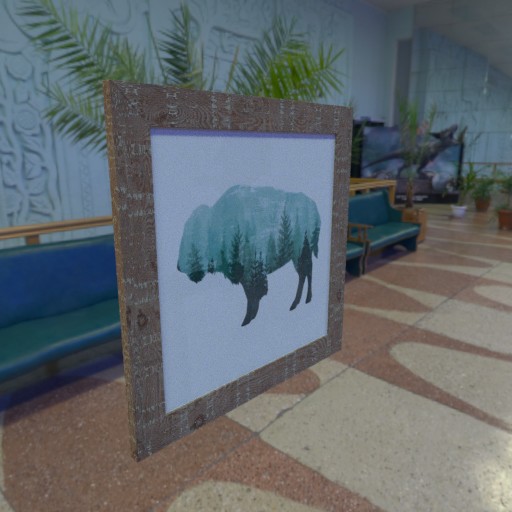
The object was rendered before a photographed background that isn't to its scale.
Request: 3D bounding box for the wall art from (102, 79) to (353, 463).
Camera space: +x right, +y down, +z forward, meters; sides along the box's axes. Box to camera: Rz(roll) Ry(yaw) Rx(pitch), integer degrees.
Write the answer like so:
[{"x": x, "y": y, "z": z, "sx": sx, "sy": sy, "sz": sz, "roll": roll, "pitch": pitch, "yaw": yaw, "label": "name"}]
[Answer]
[{"x": 0.000, "y": 0.000, "z": 0.563, "sx": 0.022, "sy": 0.380, "sz": 0.380, "roll": 13, "pitch": 19, "yaw": 43, "label": "wall art"}]
